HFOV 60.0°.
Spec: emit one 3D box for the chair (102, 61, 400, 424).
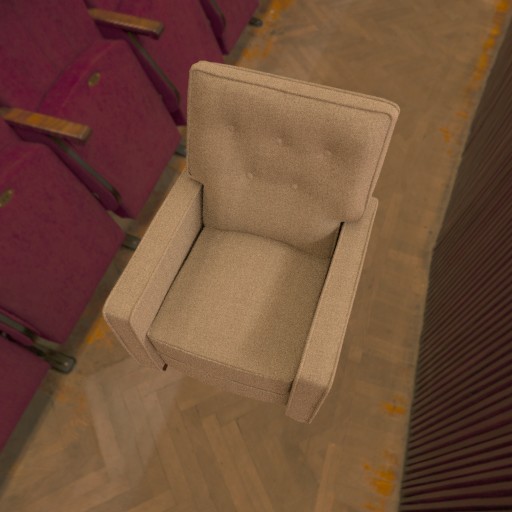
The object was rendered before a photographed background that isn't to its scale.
[{"bbox_3d":[0.000,0.000,1.413,0.648,0.888,0.754,16,60,10],"label":"chair"}]
